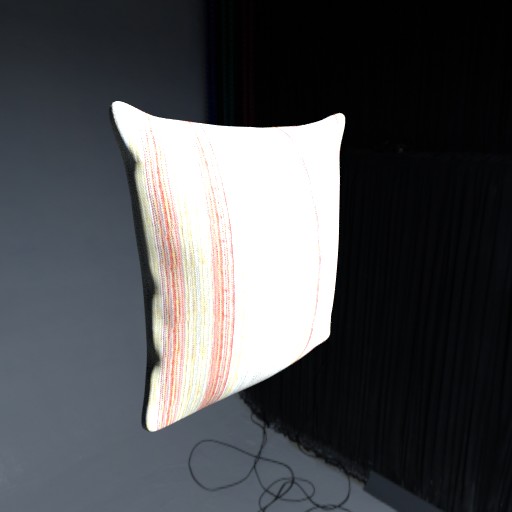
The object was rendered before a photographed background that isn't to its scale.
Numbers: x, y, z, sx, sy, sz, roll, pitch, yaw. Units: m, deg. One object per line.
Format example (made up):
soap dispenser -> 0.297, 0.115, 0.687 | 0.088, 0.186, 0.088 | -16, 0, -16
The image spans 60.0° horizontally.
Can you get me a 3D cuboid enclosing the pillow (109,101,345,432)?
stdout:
pillow -> 0.000, 0.000, 0.706 | 0.451, 0.449, 0.191 | -15, 22, -42
